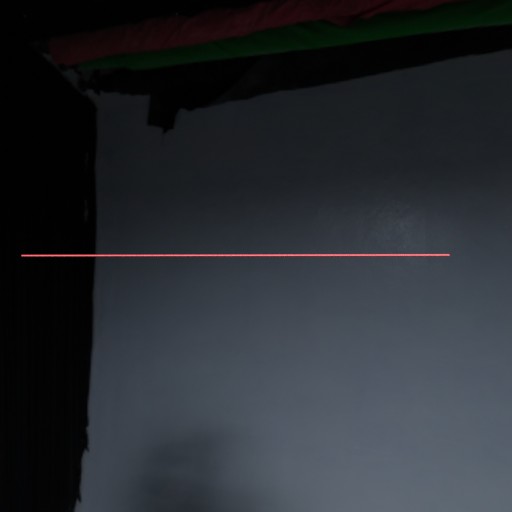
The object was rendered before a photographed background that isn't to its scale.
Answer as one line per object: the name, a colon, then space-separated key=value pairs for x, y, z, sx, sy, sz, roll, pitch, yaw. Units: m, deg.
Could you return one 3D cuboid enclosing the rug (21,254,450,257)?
rug: x=0.000 y=0.000 z=4.088 sx=3.053 sy=0.013 sz=2.387 roll=0 pitch=0 yaw=18
